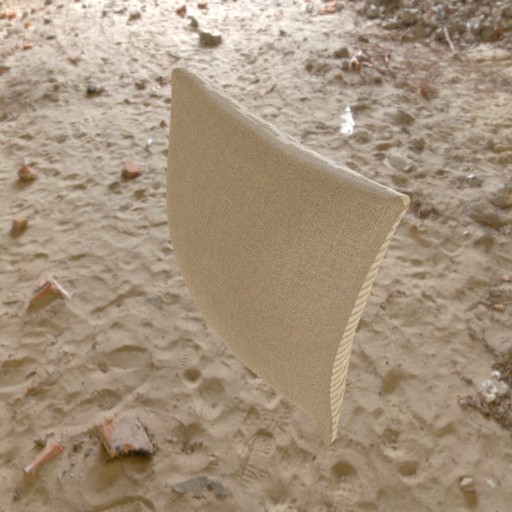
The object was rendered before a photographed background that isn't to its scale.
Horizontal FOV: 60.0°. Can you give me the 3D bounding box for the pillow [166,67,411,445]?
[{"bbox_3d":[0.000,0.000,0.757,0.219,0.491,0.496,-25,47,-26],"label":"pillow"}]
